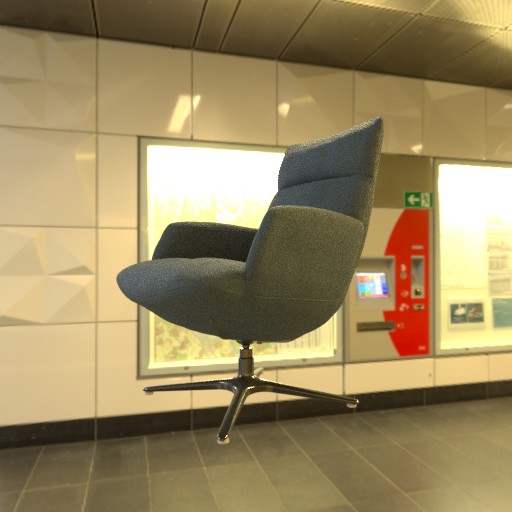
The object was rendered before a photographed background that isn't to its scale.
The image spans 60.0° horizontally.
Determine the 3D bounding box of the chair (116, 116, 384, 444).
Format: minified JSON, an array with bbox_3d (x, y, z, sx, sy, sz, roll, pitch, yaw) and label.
[{"bbox_3d":[0.000,0.000,1.594,0.889,1.016,0.711,0,0,-35],"label":"chair"}]
